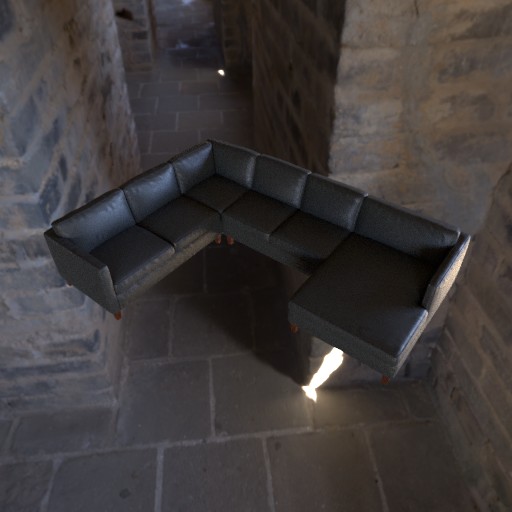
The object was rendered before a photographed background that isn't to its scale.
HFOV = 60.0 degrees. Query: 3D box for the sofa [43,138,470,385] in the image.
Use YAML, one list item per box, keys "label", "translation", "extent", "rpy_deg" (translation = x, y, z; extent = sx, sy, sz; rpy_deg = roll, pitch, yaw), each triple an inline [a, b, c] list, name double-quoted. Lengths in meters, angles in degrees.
- label: "sofa"
  translation: [0.000, 0.000, 4.573]
  extent: [3.460, 0.923, 2.593]
  rpy_deg: [27, 48, 27]
